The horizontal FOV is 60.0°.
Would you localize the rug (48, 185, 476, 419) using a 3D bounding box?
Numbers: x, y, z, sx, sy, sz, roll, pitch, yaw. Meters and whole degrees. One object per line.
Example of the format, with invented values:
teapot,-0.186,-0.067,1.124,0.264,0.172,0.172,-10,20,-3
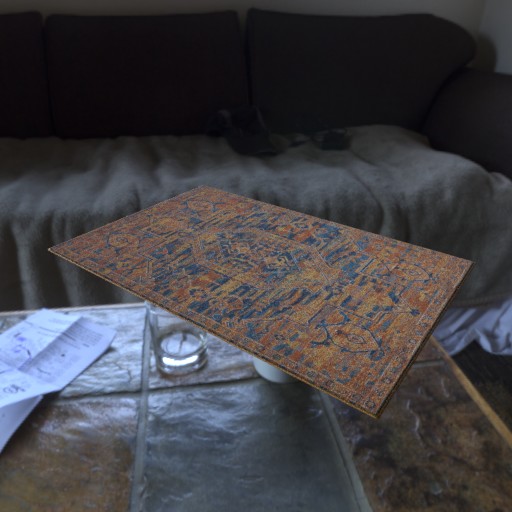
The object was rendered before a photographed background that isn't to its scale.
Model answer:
rug,0.000,0.000,2.166,1.758,0.013,1.148,20,35,32
